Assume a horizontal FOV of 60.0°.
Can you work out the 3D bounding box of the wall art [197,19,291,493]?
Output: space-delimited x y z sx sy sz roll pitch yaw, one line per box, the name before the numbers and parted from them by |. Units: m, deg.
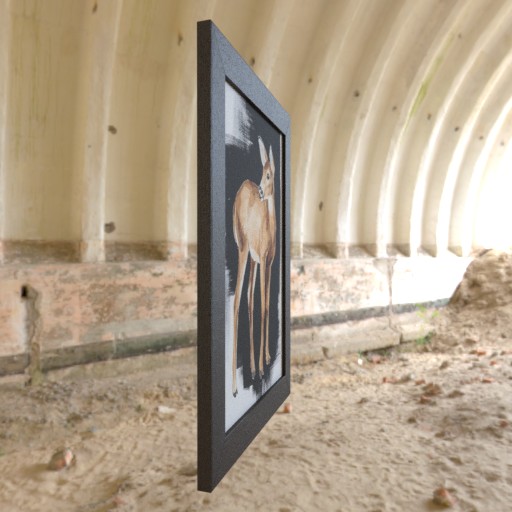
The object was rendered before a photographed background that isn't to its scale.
wall art | 0.000 0.000 0.653 0.017 0.513 0.359 0 0 18
